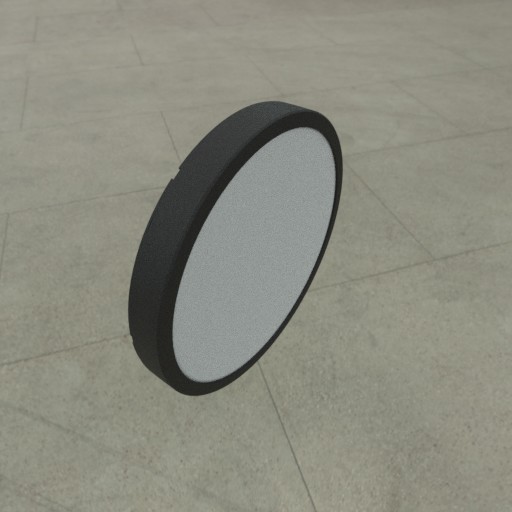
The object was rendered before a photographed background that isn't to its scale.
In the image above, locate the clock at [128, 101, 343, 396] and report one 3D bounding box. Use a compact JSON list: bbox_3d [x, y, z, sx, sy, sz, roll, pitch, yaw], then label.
[{"bbox_3d":[0.000,0.000,0.442,0.040,0.293,0.293,27,48,26],"label":"clock"}]
